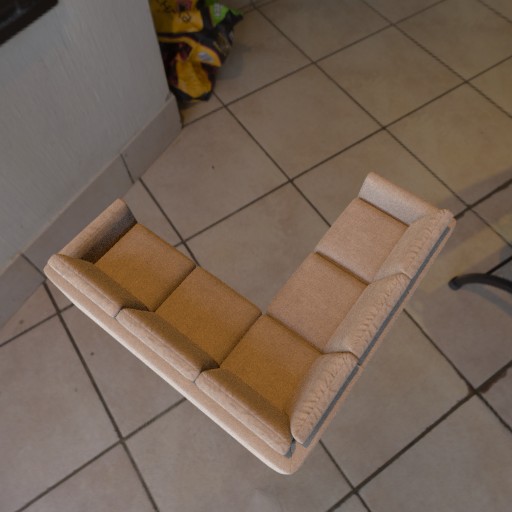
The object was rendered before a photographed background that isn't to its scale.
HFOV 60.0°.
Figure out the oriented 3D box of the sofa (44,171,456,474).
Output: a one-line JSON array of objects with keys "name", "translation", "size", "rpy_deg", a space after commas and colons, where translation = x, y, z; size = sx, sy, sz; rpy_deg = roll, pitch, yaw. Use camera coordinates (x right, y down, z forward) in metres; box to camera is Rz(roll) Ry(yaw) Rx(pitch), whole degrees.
[{"name": "sofa", "translation": [0.000, 0.000, 3.752], "size": [2.438, 0.864, 2.438], "rpy_deg": [34, 67, 16]}]
